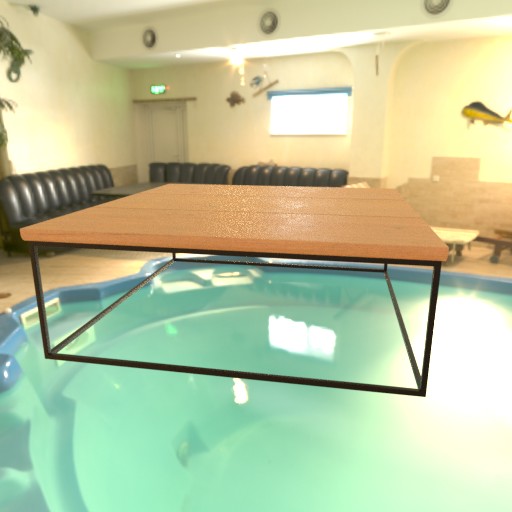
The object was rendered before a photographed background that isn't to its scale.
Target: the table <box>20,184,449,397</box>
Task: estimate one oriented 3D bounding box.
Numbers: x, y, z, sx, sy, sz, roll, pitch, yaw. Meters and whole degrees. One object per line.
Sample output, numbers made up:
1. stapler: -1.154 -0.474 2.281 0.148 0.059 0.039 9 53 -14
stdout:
1. table: 0.000 0.000 1.680 1.100 0.400 1.100 3 16 10
